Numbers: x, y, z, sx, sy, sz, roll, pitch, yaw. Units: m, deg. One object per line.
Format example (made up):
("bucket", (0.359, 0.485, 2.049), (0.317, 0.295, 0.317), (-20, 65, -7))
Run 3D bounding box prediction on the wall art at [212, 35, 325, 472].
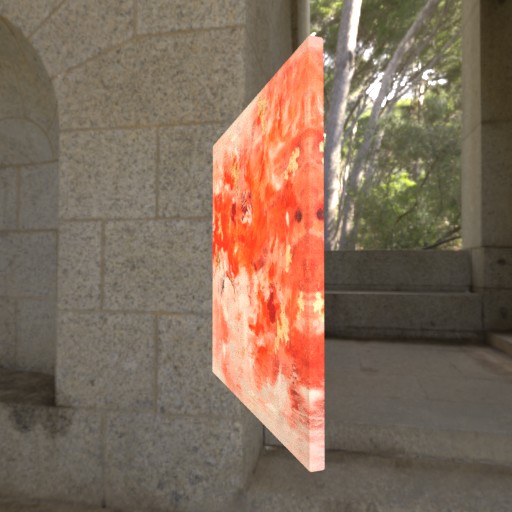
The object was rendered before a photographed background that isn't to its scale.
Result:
("wall art", (0.000, 0.000, 1.314), (0.066, 0.878, 0.878), (0, -1, -18))
